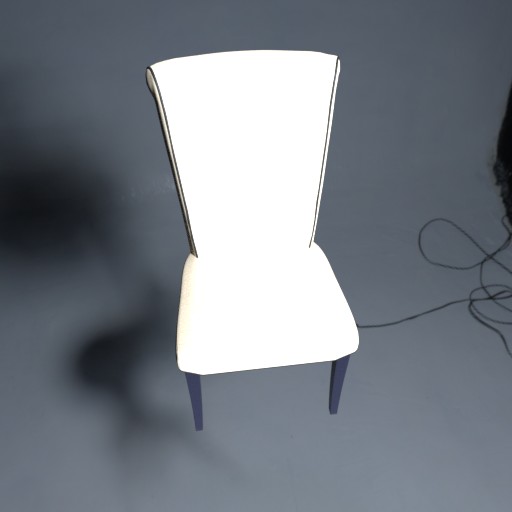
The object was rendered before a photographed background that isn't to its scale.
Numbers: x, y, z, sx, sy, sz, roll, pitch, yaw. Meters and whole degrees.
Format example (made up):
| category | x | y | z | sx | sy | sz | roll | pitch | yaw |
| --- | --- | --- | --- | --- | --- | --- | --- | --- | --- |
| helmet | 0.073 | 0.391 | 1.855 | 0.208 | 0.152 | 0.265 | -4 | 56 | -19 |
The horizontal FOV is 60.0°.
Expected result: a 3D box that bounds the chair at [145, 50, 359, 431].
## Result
| category | x | y | z | sx | sy | sz | roll | pitch | yaw |
| --- | --- | --- | --- | --- | --- | --- | --- | --- | --- |
| chair | 0.000 | 0.000 | 1.350 | 0.522 | 0.997 | 0.623 | -5 | 47 | -5 |
